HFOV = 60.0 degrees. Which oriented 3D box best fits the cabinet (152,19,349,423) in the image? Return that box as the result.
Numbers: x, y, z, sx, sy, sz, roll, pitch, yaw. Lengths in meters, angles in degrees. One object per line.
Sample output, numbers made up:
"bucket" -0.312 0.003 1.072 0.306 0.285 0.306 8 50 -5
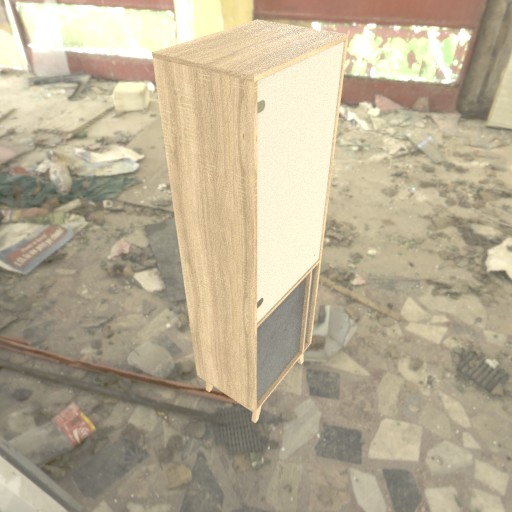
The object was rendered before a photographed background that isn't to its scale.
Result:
"cabinet" 0.000 0.000 2.072 0.400 1.850 0.570 25 45 27
